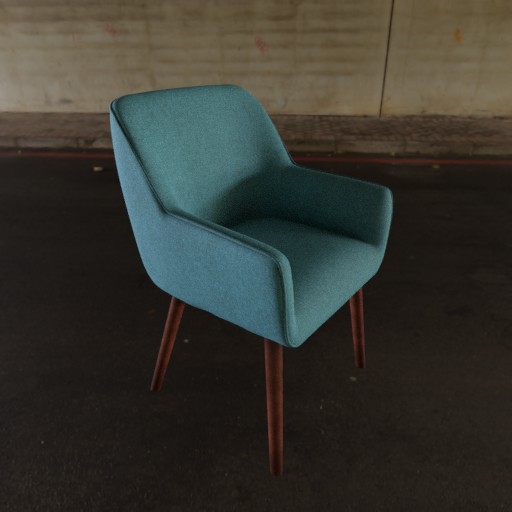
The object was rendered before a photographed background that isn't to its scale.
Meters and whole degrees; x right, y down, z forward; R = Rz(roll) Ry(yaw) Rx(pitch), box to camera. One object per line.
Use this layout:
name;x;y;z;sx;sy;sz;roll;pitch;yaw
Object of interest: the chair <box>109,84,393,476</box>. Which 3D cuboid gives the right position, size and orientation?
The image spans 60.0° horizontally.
chair;0.000;0.000;1.160;0.519;0.803;0.543;18;31;32
